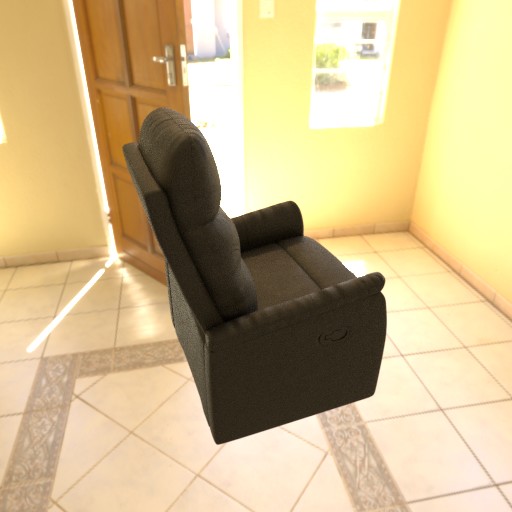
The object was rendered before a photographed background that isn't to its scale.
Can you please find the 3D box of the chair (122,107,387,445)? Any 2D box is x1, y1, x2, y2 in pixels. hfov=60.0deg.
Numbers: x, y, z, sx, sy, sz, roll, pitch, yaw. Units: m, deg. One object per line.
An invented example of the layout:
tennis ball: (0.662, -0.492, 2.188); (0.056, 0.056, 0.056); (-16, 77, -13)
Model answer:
chair: (0.000, 0.000, 1.699); (0.831, 1.082, 0.775); (-10, 31, -18)
